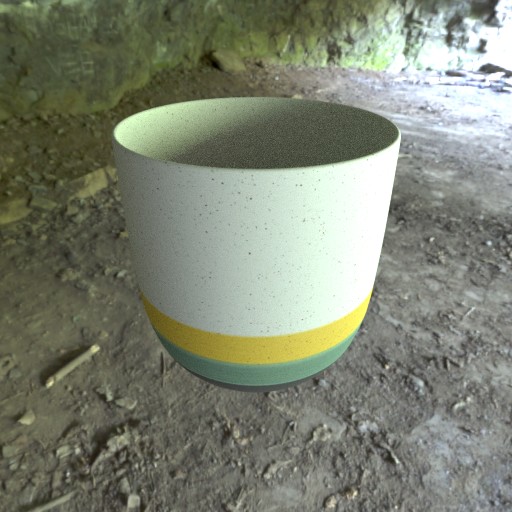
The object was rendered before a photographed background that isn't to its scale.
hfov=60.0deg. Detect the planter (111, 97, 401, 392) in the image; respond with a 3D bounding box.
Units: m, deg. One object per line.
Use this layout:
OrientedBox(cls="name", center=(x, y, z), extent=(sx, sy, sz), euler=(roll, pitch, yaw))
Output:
OrientedBox(cls="planter", center=(0.000, 0.000, 0.363), extent=(0.195, 0.214, 0.195), euler=(0, 30, 0))
